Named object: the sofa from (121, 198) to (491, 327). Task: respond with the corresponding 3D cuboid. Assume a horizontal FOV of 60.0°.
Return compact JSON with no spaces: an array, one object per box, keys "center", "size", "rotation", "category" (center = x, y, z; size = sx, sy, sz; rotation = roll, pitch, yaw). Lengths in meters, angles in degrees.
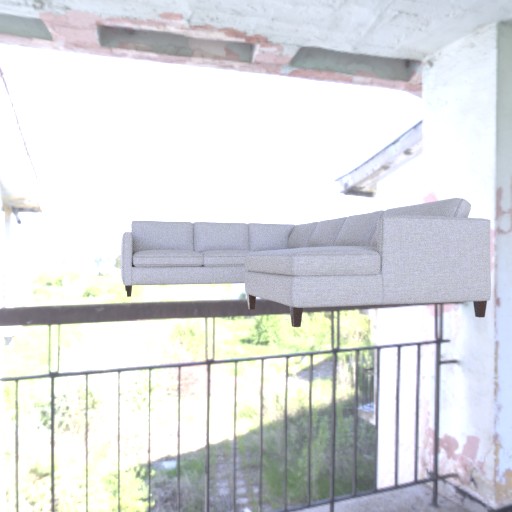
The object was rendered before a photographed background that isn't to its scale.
[{"center":[0.000,0.000,4.408],"size":[2.551,0.889,3.403],"rotation":[0,0,-18],"category":"sofa"}]
